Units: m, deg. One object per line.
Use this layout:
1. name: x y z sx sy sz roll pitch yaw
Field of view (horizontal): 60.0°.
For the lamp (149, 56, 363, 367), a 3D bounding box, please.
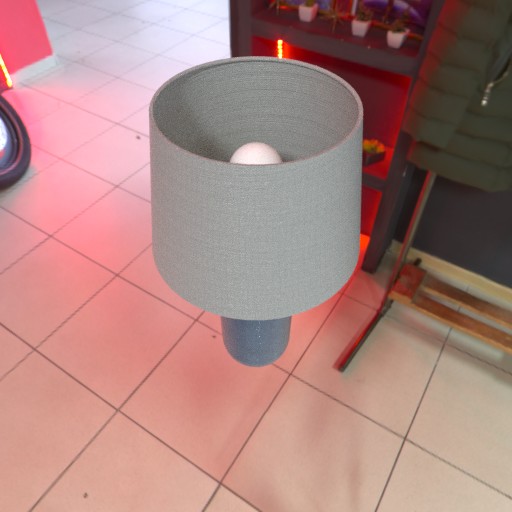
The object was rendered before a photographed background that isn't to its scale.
1. lamp: 0.000 0.000 0.575 0.253 0.428 0.253 0 48 0
